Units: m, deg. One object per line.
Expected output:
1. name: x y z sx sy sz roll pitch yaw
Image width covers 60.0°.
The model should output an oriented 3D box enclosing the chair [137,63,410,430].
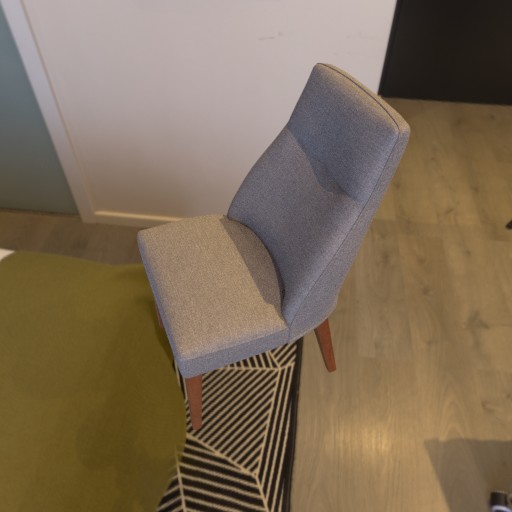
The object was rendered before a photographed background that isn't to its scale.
1. chair: 0.000 0.000 1.304 0.620 0.930 0.500 -17 48 -16
